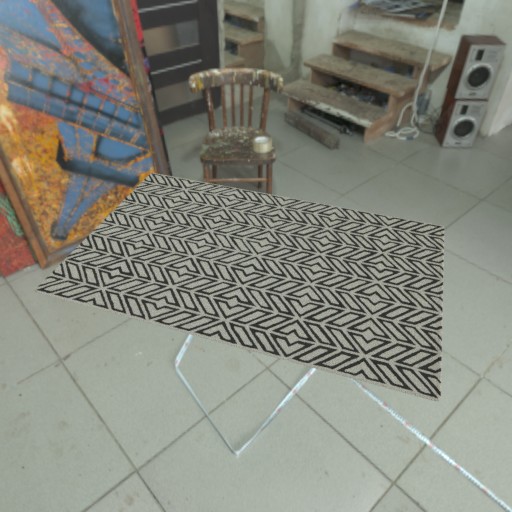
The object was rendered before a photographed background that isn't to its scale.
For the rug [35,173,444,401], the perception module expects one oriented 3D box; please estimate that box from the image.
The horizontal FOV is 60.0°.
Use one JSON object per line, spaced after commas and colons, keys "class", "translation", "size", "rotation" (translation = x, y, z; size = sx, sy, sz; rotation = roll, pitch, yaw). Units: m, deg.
{"class": "rug", "translation": [0.000, 0.000, 3.035], "size": [2.438, 0.008, 1.523], "rotation": [12, 43, 14]}
